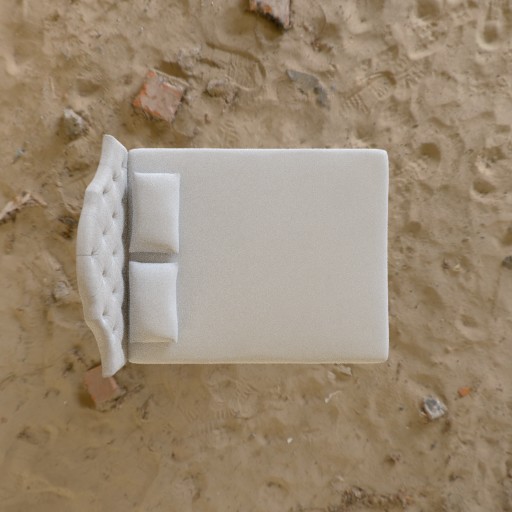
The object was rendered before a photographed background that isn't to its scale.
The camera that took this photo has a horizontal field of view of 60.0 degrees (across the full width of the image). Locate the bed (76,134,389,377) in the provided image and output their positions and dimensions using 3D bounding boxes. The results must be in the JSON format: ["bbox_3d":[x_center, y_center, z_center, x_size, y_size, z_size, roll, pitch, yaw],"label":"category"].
[{"bbox_3d":[0.000,0.000,3.838,2.477,1.617,2.039,0,90,0],"label":"bed"}]
